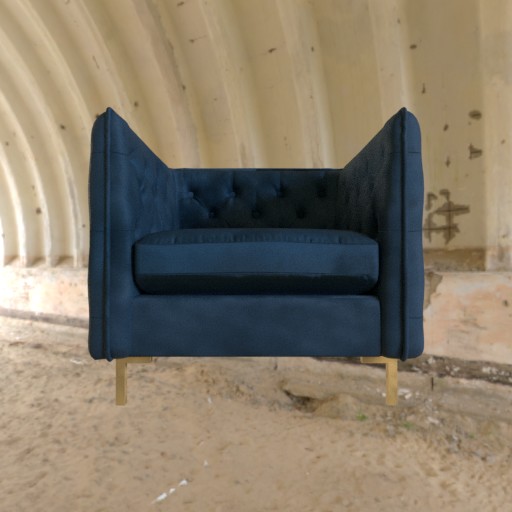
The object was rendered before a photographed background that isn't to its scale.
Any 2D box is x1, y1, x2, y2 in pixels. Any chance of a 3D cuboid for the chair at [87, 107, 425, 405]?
[{"bbox_3d":[0.000,0.000,1.519,0.868,0.771,0.877,0,0,0],"label":"chair"}]
